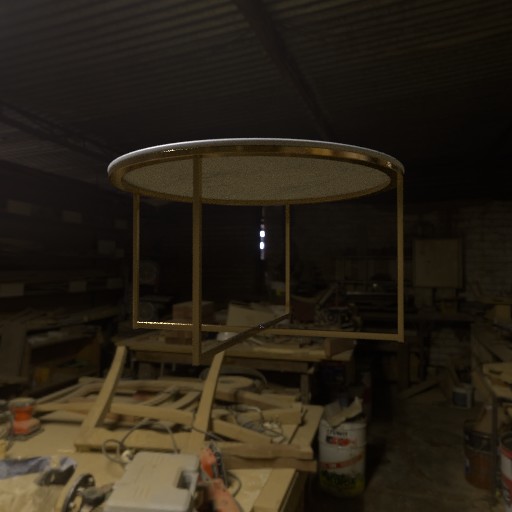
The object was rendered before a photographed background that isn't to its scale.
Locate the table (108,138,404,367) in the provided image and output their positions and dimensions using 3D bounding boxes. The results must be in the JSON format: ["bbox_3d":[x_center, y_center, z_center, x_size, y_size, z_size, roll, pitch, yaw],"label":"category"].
[{"bbox_3d":[0.000,0.000,1.258,0.800,0.450,0.800,0,-1,0],"label":"table"}]
